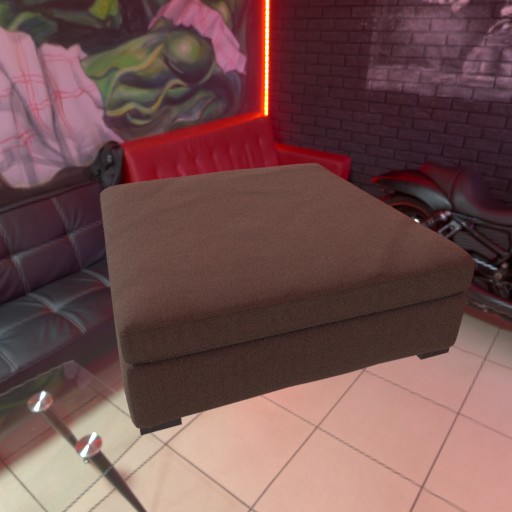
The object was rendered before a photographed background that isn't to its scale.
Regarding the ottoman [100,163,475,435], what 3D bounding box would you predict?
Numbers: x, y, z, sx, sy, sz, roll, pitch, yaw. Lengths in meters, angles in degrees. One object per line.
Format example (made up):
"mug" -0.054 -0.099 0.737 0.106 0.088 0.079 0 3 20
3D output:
"ottoman" 0.000 0.000 1.850 1.181 0.470 1.181 -9 29 -17
